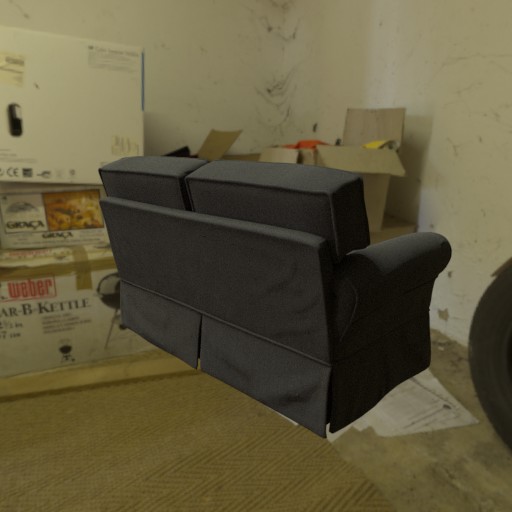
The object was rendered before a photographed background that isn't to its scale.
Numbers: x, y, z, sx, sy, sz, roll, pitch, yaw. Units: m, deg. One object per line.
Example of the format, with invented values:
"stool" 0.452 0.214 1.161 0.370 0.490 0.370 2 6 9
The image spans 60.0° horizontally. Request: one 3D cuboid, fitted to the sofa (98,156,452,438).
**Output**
"sofa" 0.000 0.000 2.423 1.801 1.059 0.997 14 21 42
